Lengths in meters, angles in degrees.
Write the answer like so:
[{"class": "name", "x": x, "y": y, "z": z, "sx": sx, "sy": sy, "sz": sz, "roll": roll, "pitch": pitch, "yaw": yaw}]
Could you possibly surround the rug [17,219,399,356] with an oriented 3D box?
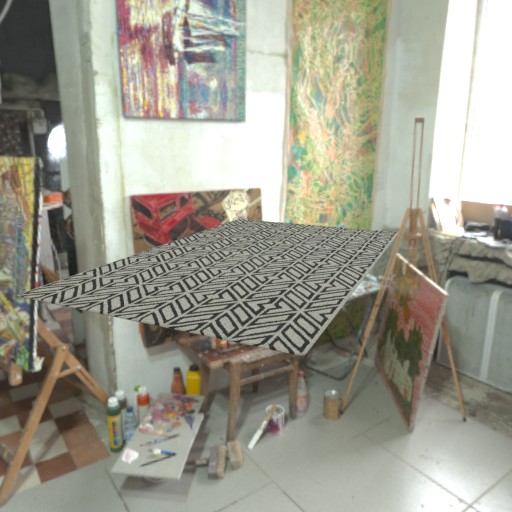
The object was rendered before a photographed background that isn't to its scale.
[{"class": "rug", "x": 0.000, "y": 0.000, "z": 2.978, "sx": 1.523, "sy": 0.008, "sz": 2.438, "roll": 7, "pitch": 16, "yaw": 24}]
